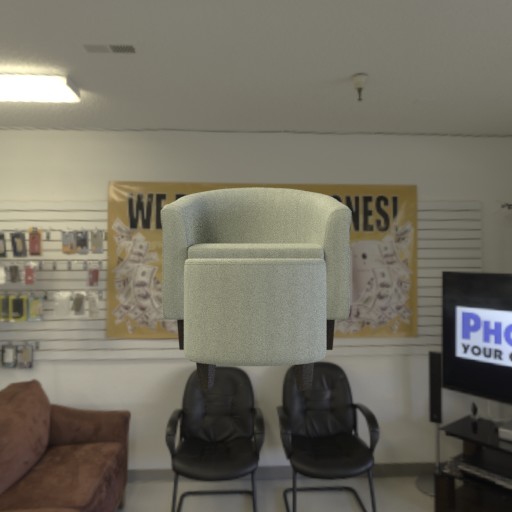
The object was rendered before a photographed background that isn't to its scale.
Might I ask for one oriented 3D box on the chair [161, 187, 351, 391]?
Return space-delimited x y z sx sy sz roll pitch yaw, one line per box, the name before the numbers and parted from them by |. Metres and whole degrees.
chair | 0.000 0.000 1.783 0.756 0.757 1.288 0 -1 0
